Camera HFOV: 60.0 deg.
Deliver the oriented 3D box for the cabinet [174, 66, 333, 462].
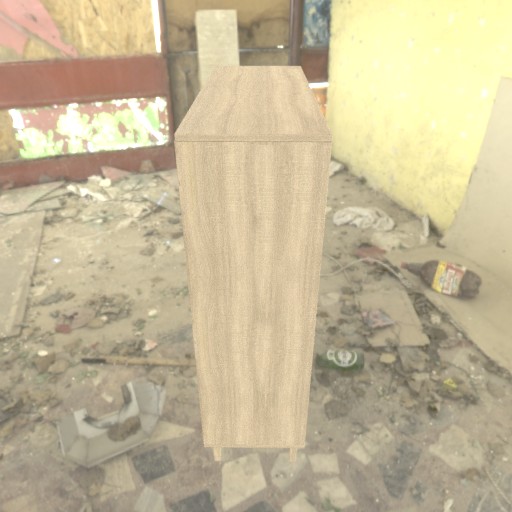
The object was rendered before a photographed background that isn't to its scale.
[{"bbox_3d":[0.000,0.000,1.942,0.398,1.388,1.111,0,31,1],"label":"cabinet"}]
